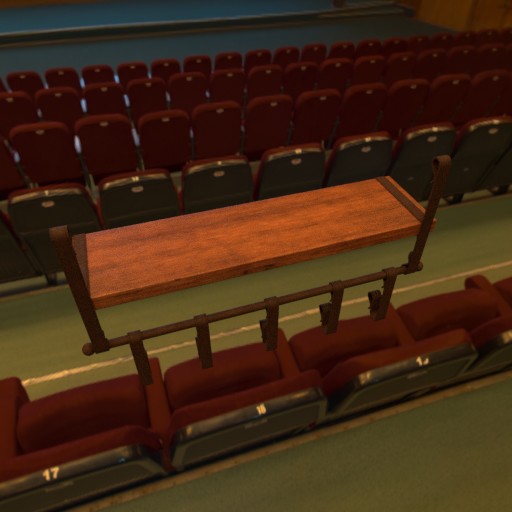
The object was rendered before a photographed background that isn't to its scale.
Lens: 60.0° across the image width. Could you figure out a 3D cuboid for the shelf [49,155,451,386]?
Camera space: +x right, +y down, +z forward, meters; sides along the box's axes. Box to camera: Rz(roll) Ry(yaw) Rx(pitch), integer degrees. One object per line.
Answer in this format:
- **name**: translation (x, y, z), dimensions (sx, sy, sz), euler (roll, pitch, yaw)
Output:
- **shelf**: translation (0.000, 0.000, 0.714), dimensions (0.567, 0.330, 0.146), euler (-13, 43, -14)
